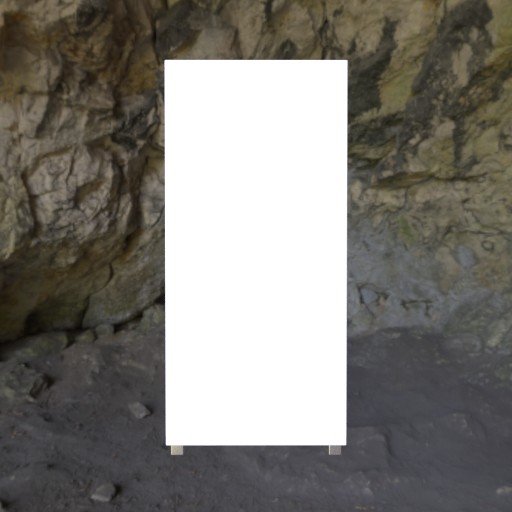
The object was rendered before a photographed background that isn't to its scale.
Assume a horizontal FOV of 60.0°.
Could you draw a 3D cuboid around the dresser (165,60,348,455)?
[{"bbox_3d":[0.000,0.000,1.668,0.460,1.000,1.100,0,1,0],"label":"dresser"}]
